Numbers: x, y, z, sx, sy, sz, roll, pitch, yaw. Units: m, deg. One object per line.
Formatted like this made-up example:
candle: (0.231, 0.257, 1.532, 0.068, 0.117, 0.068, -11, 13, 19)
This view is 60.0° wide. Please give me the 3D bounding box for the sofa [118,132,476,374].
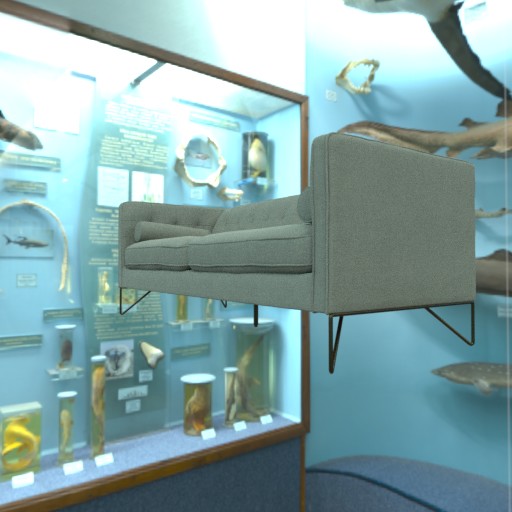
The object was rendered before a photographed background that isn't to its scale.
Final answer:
sofa: (0.000, 0.000, 2.503, 0.912, 0.798, 2.079, 1, -1, -35)
